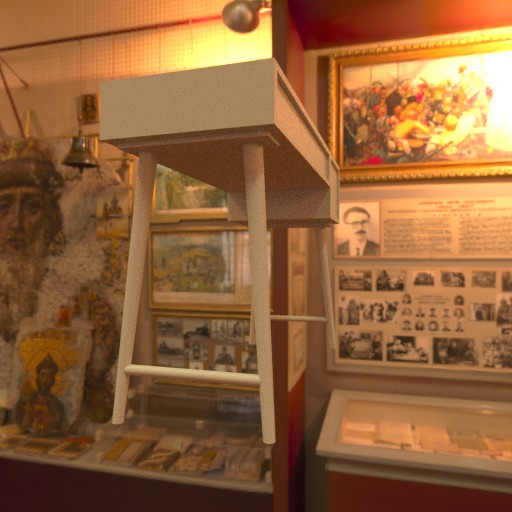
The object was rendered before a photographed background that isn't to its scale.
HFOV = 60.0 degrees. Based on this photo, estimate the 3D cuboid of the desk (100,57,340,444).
[{"bbox_3d":[0.000,0.000,1.428,0.409,0.761,1.069,0,-1,17],"label":"desk"}]
